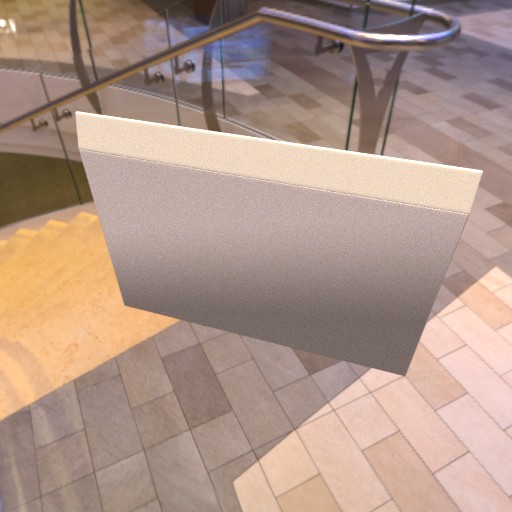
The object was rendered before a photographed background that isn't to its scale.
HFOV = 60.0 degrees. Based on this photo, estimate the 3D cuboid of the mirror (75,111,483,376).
[{"bbox_3d":[0.000,0.000,1.117,0.870,0.630,0.030,12,43,13],"label":"mirror"}]
